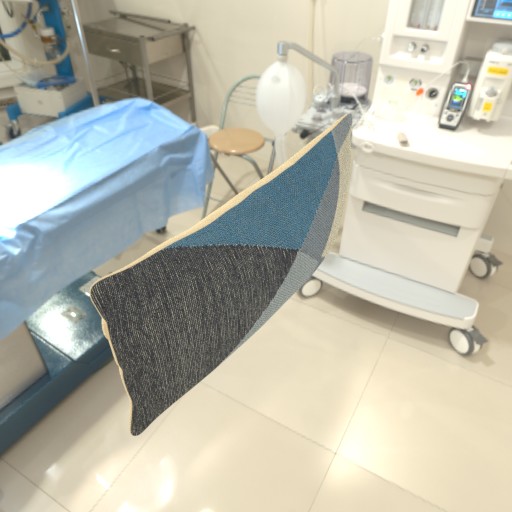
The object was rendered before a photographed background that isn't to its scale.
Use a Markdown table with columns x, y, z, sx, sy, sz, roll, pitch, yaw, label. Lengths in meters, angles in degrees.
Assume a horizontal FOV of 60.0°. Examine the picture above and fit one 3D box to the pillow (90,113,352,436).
| x | y | z | sx | sy | sz | roll | pitch | yaw | label |
| --- | --- | --- | --- | --- | --- | --- | --- | --- | --- |
| 0.000 | 0.000 | 0.745 | 0.148 | 0.307 | 0.604 | 26 | 46 | 28 | pillow |
